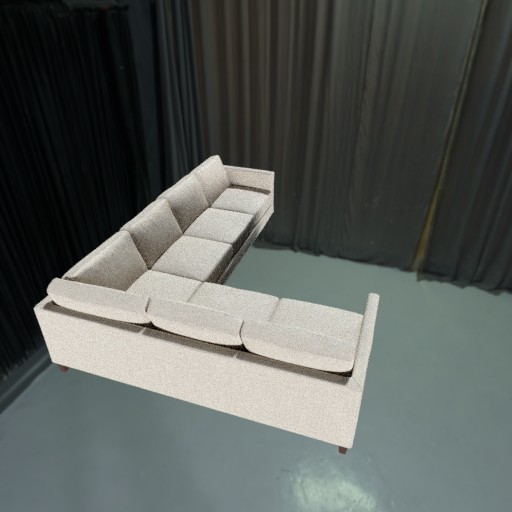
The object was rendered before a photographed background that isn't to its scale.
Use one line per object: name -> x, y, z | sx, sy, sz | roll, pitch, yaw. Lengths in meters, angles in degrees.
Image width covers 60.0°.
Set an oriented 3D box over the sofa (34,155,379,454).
sofa -> 0.000, 0.000, 4.338 | 2.432, 0.863, 3.182 | 10, 34, 16
